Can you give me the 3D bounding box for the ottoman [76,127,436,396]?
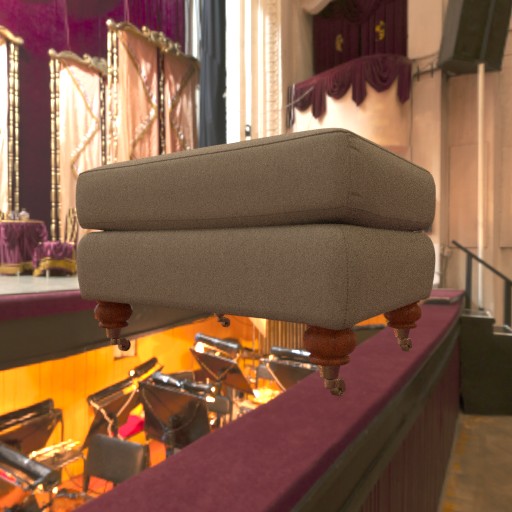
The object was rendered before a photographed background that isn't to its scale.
[{"bbox_3d":[0.000,0.000,1.133,0.773,0.499,0.569,1,1,35],"label":"ottoman"}]
